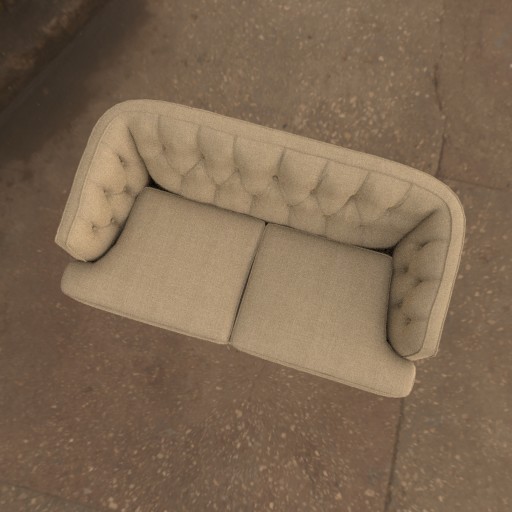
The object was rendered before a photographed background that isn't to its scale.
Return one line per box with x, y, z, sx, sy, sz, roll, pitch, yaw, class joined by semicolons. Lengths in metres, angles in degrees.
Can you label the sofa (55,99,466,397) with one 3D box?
0.000;0.000;2.207;1.733;0.855;0.941;16;76;4;sofa
